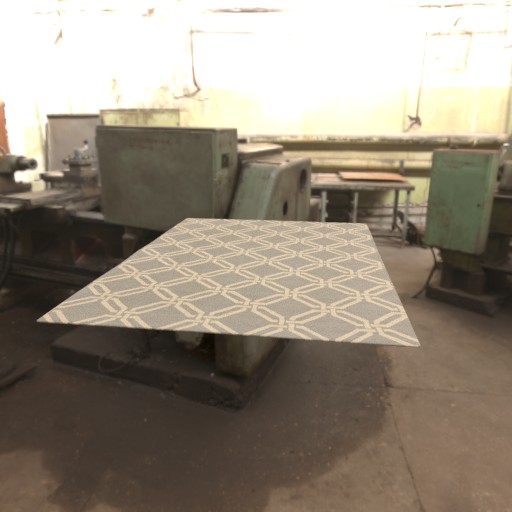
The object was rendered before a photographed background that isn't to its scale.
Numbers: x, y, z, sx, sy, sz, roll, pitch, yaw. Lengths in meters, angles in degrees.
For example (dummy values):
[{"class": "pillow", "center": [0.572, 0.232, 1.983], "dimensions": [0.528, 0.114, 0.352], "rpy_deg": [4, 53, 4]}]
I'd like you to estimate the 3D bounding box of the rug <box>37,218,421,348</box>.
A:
[{"class": "rug", "center": [0.000, 0.000, 2.726], "dimensions": [1.522, 0.013, 2.133], "rpy_deg": [2, 17, 8]}]
